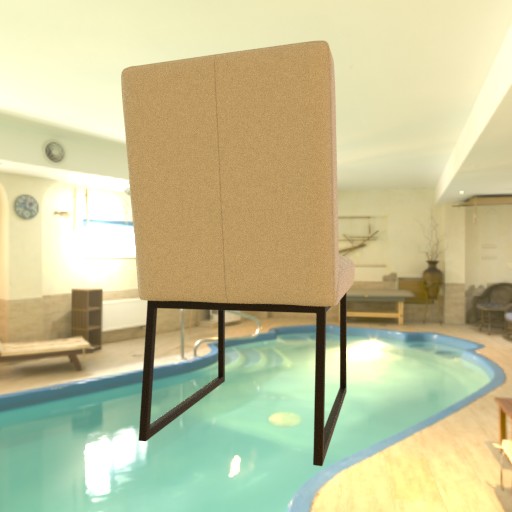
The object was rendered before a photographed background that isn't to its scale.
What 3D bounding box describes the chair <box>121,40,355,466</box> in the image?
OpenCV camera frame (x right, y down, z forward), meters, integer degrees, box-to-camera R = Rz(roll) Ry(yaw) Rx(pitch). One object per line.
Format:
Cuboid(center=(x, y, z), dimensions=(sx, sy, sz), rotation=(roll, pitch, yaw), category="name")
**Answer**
Cuboid(center=(0.000, 0.000, 1.291), dimensions=(0.520, 0.930, 0.634), rotation=(0, 0, 17), category="chair")
